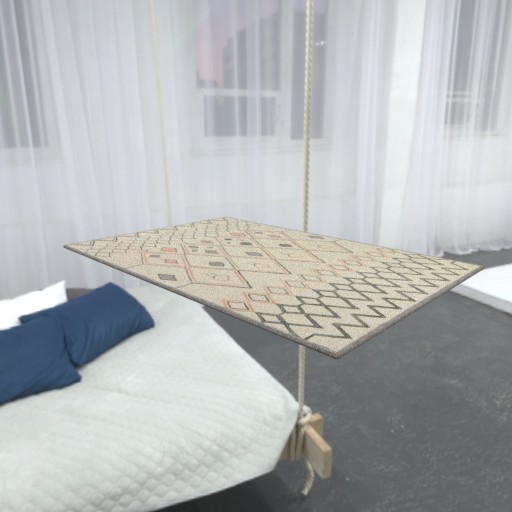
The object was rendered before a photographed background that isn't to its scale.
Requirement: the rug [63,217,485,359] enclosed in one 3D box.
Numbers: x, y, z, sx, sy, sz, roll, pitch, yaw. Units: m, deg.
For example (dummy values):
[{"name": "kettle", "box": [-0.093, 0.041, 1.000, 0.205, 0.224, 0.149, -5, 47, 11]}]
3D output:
[{"name": "rug", "box": [0.000, 0.000, 2.282, 1.829, 0.016, 1.219, 15, 21, 42]}]
